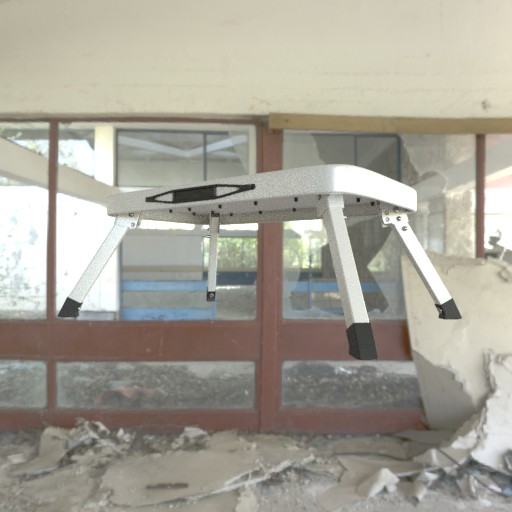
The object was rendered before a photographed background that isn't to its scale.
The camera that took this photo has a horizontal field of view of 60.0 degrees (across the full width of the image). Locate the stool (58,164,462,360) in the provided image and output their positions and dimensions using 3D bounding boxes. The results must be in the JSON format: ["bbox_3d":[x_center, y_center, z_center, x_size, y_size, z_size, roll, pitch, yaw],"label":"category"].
[{"bbox_3d":[0.000,0.000,0.606,0.460,0.170,0.320,0,-1,36],"label":"stool"}]
